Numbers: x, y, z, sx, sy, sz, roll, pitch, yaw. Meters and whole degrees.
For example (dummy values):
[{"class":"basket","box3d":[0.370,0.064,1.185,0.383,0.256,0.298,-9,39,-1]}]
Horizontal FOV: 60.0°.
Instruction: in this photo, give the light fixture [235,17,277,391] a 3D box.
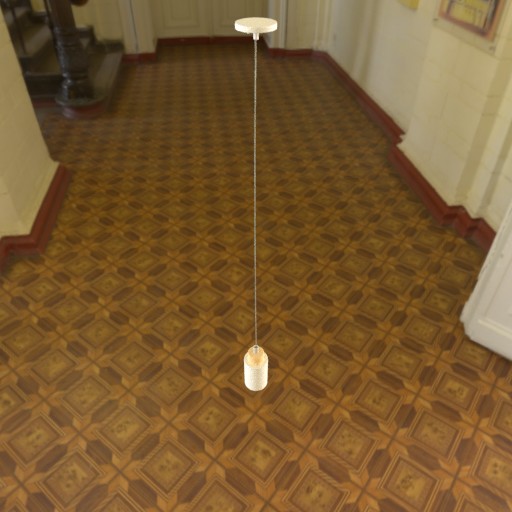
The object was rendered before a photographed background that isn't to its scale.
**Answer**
[{"class":"light fixture","box3d":[0.000,0.000,1.885,0.125,1.798,0.125,26,46,28]}]
